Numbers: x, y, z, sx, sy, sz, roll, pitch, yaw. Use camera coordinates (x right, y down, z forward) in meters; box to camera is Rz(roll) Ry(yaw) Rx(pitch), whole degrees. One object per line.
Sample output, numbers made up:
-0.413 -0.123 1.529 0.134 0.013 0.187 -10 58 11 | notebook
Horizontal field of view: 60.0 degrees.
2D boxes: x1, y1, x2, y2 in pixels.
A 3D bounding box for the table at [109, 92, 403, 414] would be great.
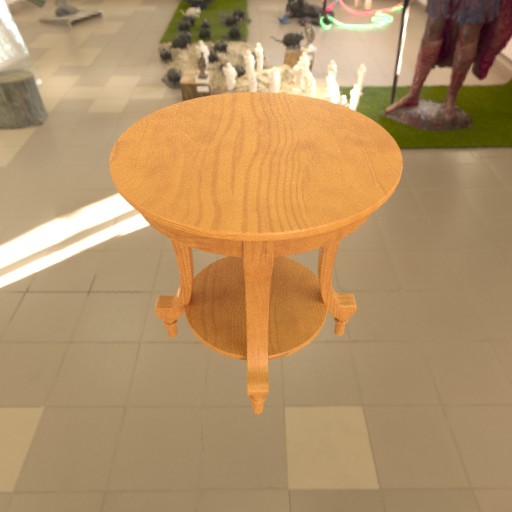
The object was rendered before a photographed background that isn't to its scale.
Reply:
0.000 0.000 1.126 0.597 0.612 0.597 0 41 0 | table
